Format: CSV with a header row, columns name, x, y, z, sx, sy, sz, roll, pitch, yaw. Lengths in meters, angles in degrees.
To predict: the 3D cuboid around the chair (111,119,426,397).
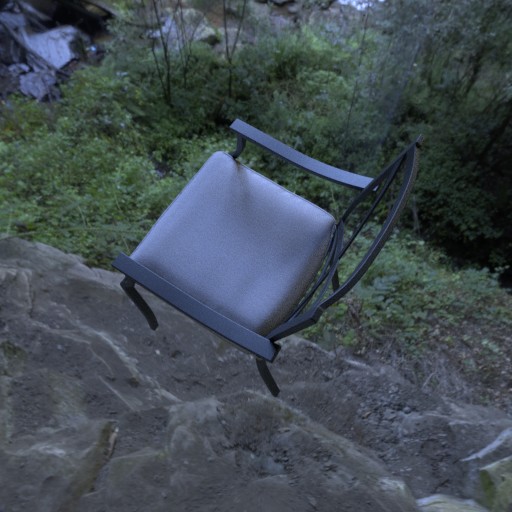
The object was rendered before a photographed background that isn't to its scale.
name,x,y,z,sx,sy,sz,roll,pitch,yaw
chair,0.000,0.000,1.309,0.620,0.889,0.575,29,67,14
